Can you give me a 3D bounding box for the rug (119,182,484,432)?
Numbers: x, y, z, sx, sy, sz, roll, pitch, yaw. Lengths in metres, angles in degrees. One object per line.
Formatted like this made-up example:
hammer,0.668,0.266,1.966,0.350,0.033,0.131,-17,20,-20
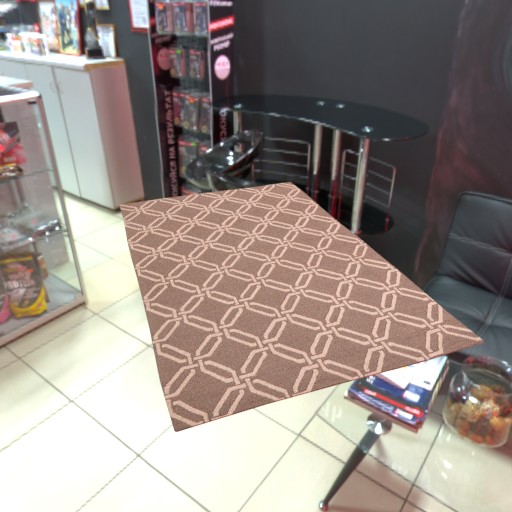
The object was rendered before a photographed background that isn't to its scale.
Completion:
rug,0.000,0.000,2.143,1.142,0.010,1.748,-10,32,-17
